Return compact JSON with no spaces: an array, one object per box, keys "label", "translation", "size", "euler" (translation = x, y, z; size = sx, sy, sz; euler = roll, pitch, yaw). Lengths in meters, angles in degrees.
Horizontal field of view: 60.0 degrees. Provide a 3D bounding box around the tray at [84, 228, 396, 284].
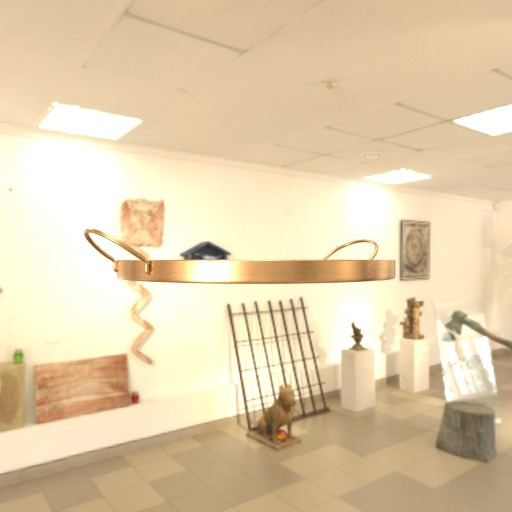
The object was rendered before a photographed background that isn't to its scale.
[{"label":"tray","translation":[0.000,0.000,0.729],"size":[0.543,0.069,0.438],"euler":[0,-1,-37]}]
